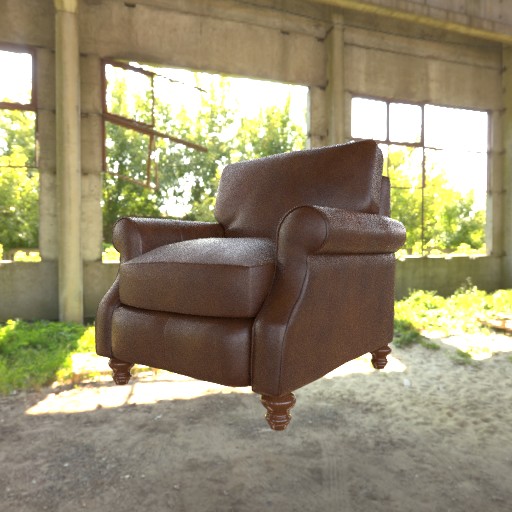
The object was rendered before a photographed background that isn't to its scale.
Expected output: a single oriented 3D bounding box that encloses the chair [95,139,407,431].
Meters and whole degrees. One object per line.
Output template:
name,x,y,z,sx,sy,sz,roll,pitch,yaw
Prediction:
chair,0.000,0.000,1.782,0.989,0.972,0.992,1,1,36
